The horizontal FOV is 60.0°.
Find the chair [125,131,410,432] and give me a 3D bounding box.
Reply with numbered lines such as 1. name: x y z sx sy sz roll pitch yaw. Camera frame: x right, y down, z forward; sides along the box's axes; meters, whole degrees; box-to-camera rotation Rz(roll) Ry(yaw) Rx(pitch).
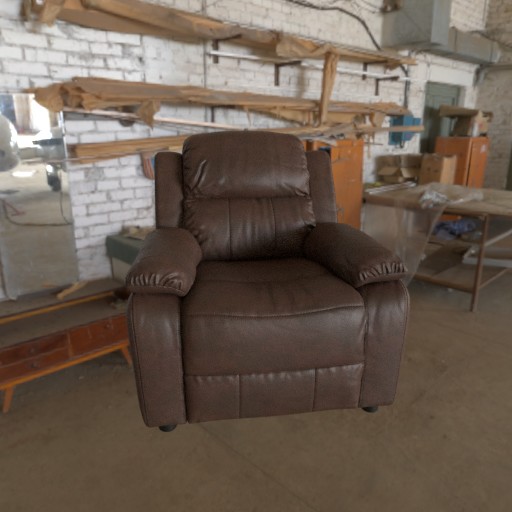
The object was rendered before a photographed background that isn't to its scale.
1. chair: 0.000 0.000 1.302 0.680 0.702 0.707 -2 17 -8
